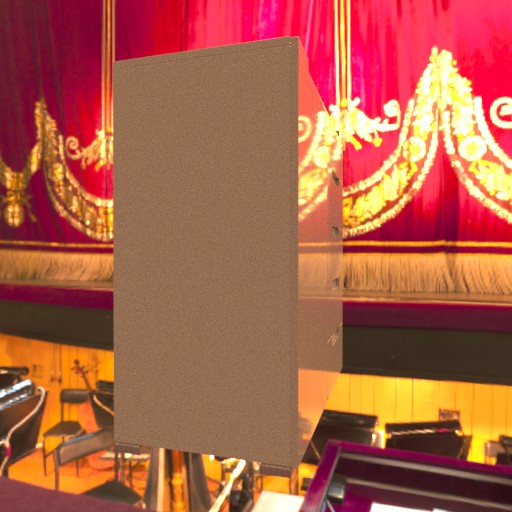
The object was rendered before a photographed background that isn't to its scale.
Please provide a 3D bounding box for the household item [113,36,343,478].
[{"bbox_3d":[0.000,0.000,1.310,0.420,0.870,0.800,0,1,17],"label":"household item"}]
